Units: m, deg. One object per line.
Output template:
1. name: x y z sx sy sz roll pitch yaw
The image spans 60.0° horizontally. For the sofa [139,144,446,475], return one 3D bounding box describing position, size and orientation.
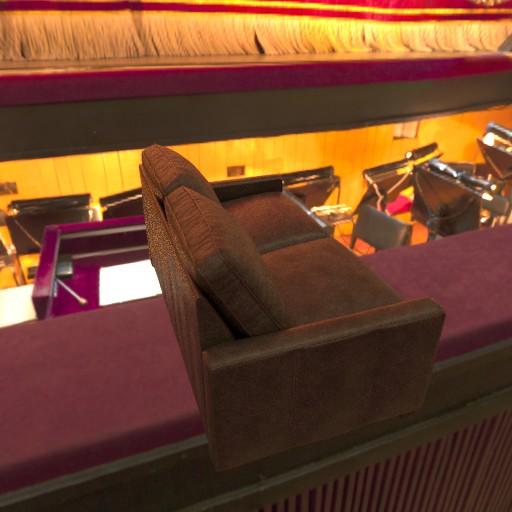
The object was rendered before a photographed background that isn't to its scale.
1. sofa: 0.000 0.000 2.294 0.939 0.916 1.732 -10 31 -17
